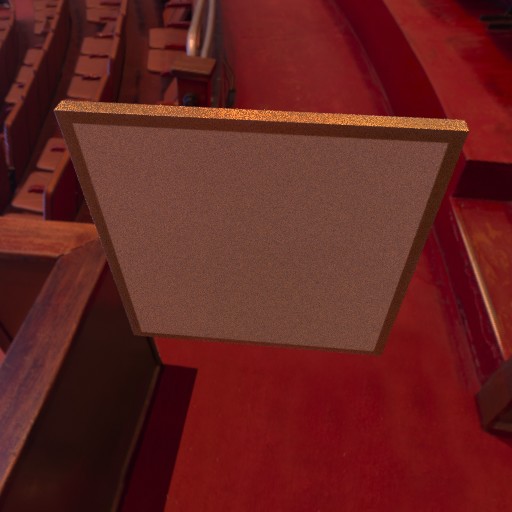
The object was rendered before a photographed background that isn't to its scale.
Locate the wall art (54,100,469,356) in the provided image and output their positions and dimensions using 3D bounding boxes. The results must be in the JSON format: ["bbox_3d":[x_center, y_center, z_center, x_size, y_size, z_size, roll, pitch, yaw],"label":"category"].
[{"bbox_3d":[0.000,0.000,1.097,0.762,0.760,0.037,4,47,4],"label":"wall art"}]
